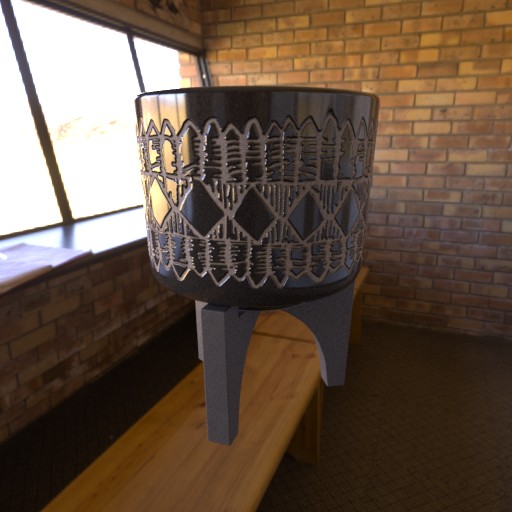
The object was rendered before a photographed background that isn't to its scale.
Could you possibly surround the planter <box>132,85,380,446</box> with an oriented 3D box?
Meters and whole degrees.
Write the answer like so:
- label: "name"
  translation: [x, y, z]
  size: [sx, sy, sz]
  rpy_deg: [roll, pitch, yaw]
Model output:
- label: "planter"
  translation: [0.000, 0.000, 0.394]
  size: [0.196, 0.264, 0.196]
  rpy_deg: [-3, 15, -10]
